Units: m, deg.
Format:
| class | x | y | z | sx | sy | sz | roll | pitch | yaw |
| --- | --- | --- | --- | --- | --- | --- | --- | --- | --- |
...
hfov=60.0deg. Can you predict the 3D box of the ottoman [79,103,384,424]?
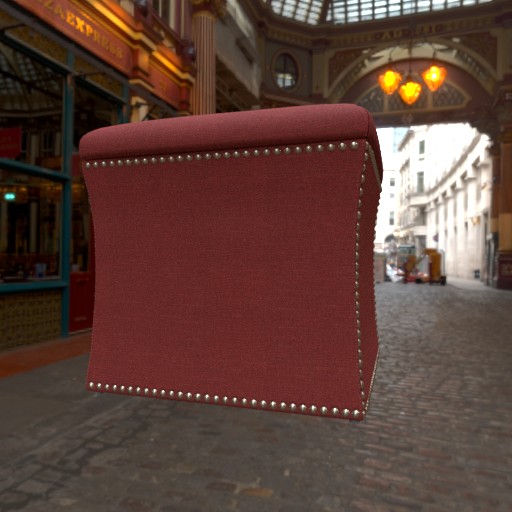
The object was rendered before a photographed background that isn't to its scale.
| class | x | y | z | sx | sy | sz | roll | pitch | yaw |
| --- | --- | --- | --- | --- | --- | --- | --- | --- | --- |
| ottoman | 0.000 | 0.000 | 0.904 | 0.497 | 0.475 | 0.507 | 0 | 0 | 18 |
